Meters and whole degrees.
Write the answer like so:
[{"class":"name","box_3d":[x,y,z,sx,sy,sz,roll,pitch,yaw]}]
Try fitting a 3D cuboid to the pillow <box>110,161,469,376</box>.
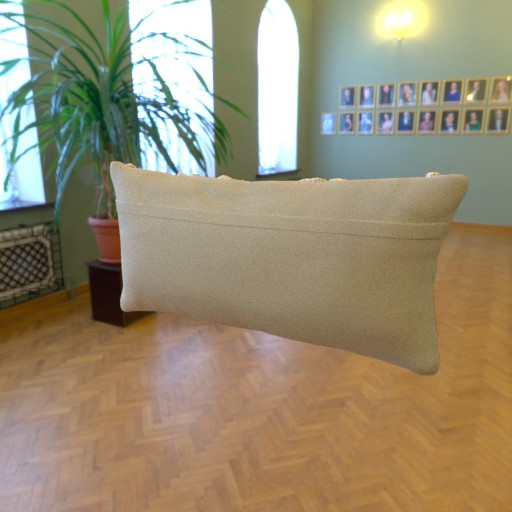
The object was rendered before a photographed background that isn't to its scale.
[{"class":"pillow","box_3d":[0.000,0.000,0.730,0.608,0.295,0.161,7,16,27]}]
